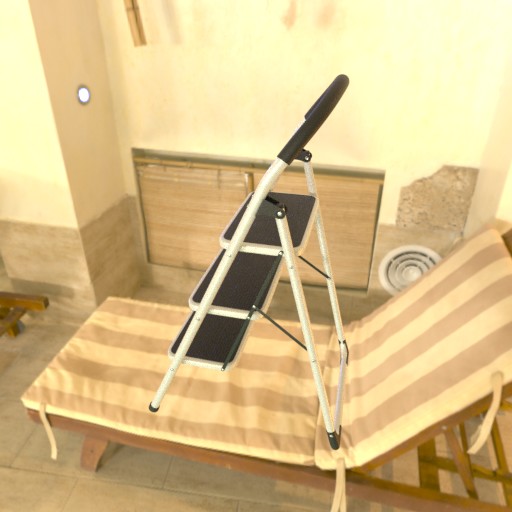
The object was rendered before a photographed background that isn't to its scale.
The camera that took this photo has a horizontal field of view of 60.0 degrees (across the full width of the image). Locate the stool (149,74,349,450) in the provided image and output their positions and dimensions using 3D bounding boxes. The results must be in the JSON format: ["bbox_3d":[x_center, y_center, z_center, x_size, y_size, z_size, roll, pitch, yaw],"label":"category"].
[{"bbox_3d":[0.000,0.000,1.435,0.676,1.109,0.485,7,31,12],"label":"stool"}]
